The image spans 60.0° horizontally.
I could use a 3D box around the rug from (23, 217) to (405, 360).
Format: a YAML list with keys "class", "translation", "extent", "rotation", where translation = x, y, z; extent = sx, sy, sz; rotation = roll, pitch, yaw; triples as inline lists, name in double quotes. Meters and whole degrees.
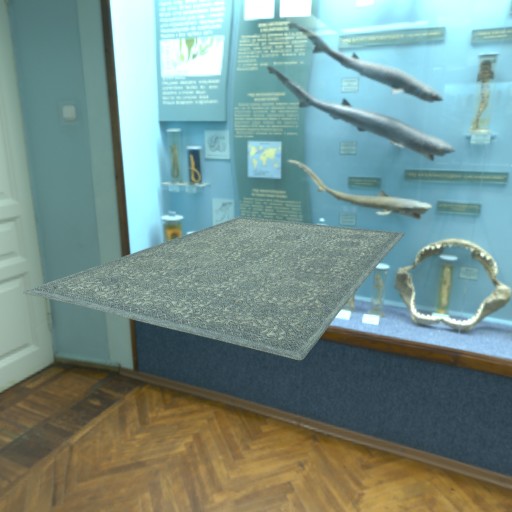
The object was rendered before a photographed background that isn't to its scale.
- class: "rug"
  translation: [0.000, 0.000, 2.327]
  extent: [1.224, 0.016, 1.830]
  rotation: [8, 18, 26]
